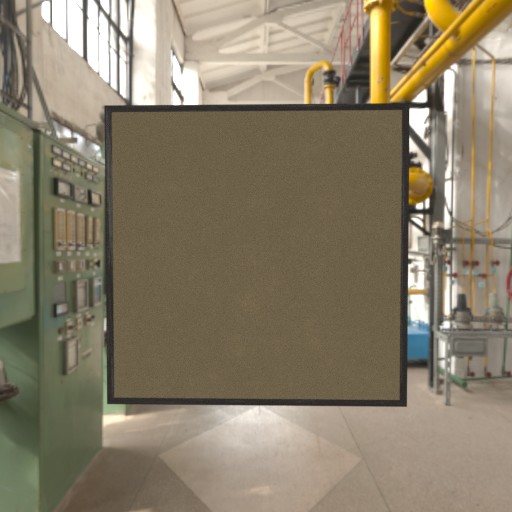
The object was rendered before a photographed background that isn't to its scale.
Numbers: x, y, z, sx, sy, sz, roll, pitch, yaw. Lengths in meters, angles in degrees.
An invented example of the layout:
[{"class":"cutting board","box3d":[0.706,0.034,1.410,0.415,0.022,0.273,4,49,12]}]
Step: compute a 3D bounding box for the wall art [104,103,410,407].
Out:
[{"class":"wall art","box3d":[0.000,0.000,1.138,0.762,0.758,0.043,0,2,1]}]
